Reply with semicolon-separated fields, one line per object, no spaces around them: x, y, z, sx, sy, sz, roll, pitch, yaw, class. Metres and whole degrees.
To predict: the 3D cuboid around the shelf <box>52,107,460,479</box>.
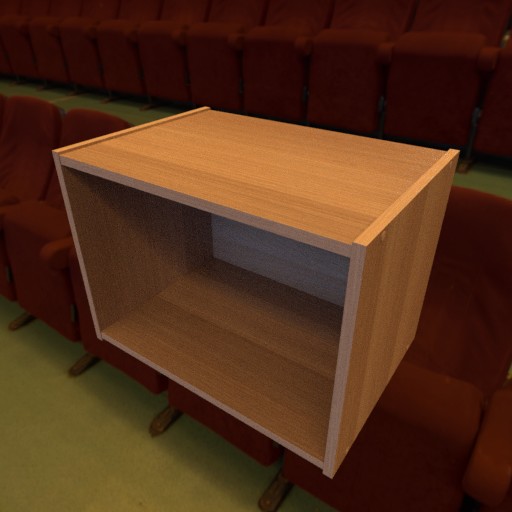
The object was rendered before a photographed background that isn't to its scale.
0.000;0.000;0.628;0.415;0.305;0.290;20;36;29;shelf
